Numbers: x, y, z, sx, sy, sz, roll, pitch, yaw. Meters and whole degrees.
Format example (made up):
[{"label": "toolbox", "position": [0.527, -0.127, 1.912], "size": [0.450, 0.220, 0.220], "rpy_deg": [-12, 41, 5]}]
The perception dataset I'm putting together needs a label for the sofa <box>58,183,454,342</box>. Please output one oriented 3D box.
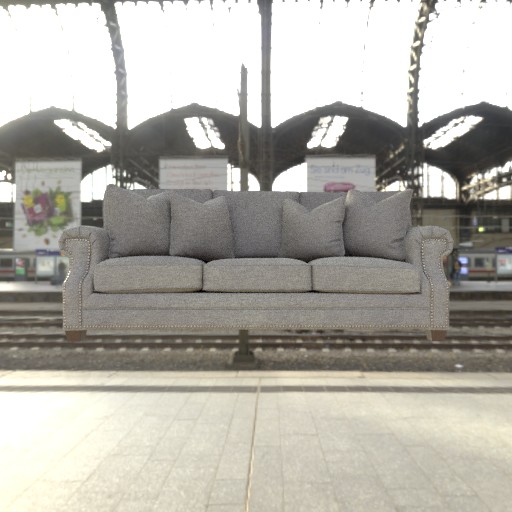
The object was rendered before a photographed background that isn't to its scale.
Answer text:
[{"label": "sofa", "position": [0.000, 0.000, 2.920], "size": [2.312, 0.975, 0.965], "rpy_deg": [0, -1, 0]}]
